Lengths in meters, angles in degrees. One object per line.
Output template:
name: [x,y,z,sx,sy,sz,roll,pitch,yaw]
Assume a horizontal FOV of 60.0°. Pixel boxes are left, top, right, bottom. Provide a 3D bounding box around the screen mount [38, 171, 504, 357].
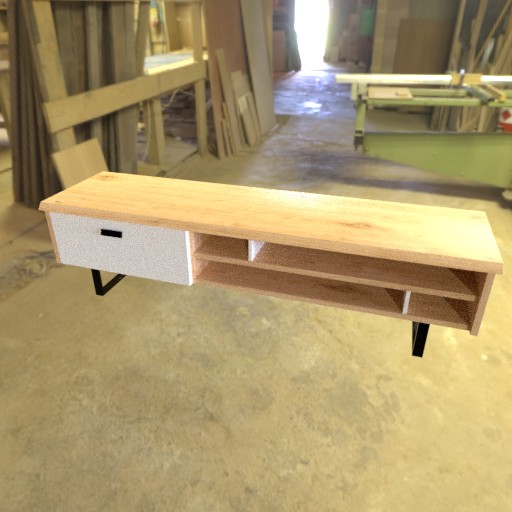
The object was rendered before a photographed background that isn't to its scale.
screen mount: [0.000,0.000,1.838,1.700,0.430,0.450,8,29,15]
